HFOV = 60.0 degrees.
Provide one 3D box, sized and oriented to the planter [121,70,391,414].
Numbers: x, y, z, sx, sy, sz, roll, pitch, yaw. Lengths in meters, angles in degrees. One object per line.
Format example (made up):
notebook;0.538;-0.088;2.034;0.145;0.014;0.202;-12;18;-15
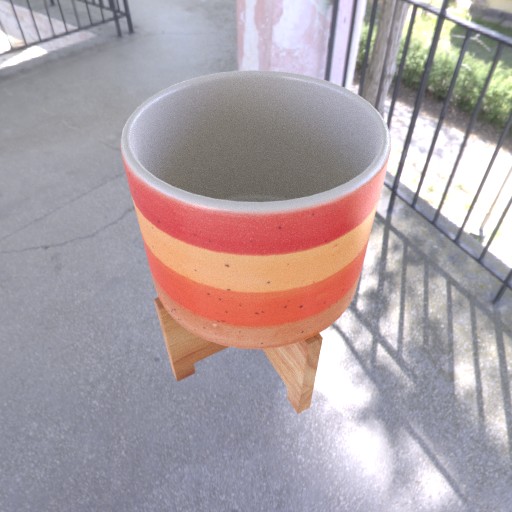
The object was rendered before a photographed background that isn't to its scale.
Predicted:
planter;0.000;0.000;0.411;0.199;0.268;0.199;0;45;0
